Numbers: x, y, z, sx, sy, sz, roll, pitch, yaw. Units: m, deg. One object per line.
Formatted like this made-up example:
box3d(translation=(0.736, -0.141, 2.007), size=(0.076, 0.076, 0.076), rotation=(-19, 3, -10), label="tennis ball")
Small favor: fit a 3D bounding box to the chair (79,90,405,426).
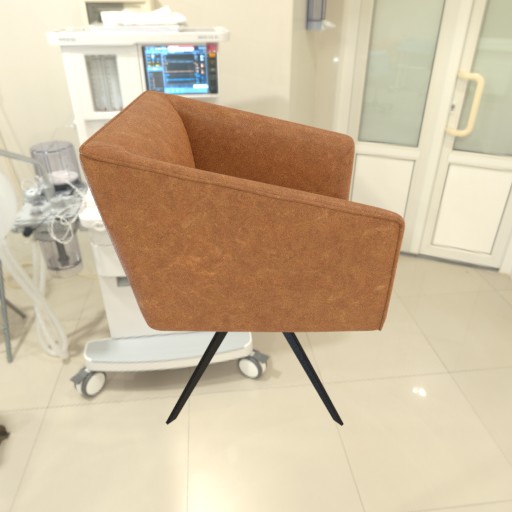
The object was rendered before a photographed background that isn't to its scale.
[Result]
box3d(translation=(0.000, 0.000, 1.202), size=(0.625, 0.760, 0.588), rotation=(0, 31, 0), label="chair")
